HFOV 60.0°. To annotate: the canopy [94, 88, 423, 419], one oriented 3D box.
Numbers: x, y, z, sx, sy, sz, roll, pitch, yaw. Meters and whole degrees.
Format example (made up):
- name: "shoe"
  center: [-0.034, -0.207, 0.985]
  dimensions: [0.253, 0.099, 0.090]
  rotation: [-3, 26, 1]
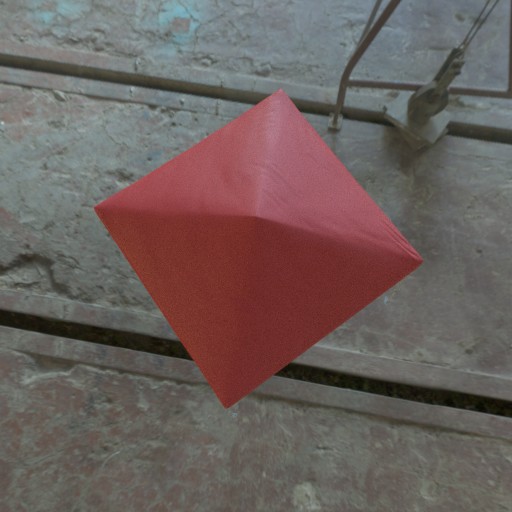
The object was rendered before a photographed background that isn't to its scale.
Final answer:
- name: "canopy"
  center: [0.000, 0.000, 6.644]
  dimensions: [3.599, 3.600, 3.600]
  rotation: [-35, 79, -8]
